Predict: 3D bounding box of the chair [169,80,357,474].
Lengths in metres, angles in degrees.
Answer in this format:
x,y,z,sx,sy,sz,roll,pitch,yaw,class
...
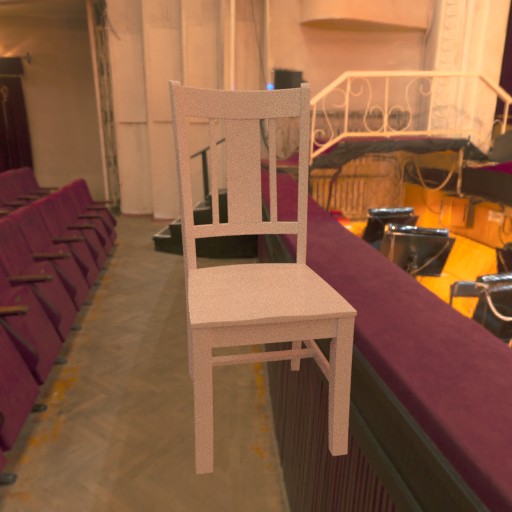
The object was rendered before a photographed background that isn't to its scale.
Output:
x,y,z,sx,sy,sz,roll,pitch,yaw,class
0.000,0.000,1.292,0.450,0.998,0.555,-3,16,-10,chair
